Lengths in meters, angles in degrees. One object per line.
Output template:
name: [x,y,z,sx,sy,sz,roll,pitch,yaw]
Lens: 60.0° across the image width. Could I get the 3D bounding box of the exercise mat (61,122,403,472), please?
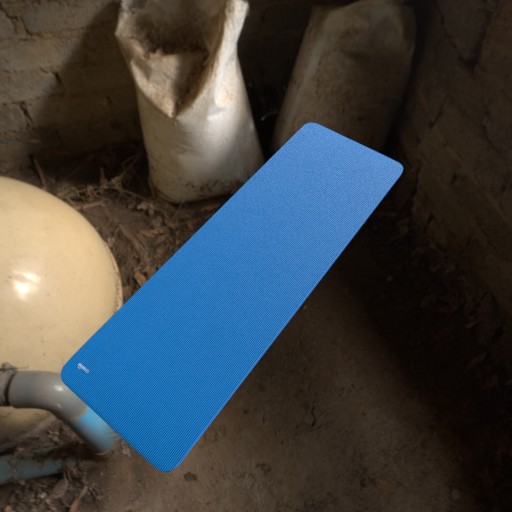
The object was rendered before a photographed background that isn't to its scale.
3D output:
exercise mat: [0.000,0.000,2.065,0.616,0.021,1.869,32,63,19]
